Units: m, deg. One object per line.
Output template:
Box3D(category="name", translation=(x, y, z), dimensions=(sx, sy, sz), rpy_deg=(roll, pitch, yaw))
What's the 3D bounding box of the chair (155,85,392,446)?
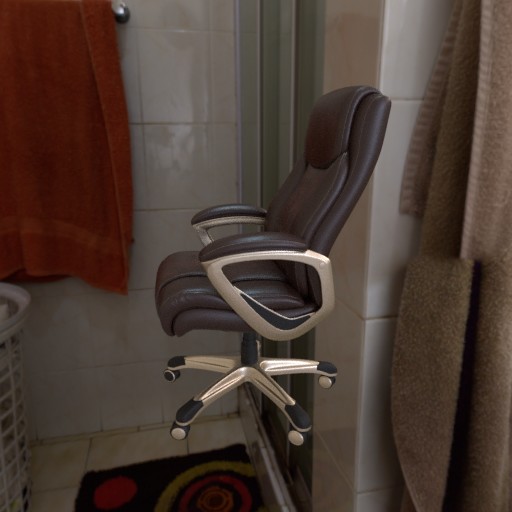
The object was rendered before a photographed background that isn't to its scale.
Box3D(category="chair", translation=(0.000, 0.000, 1.657), dimensions=(0.749, 1.194, 0.692), rpy_deg=(-3, 15, -10))
